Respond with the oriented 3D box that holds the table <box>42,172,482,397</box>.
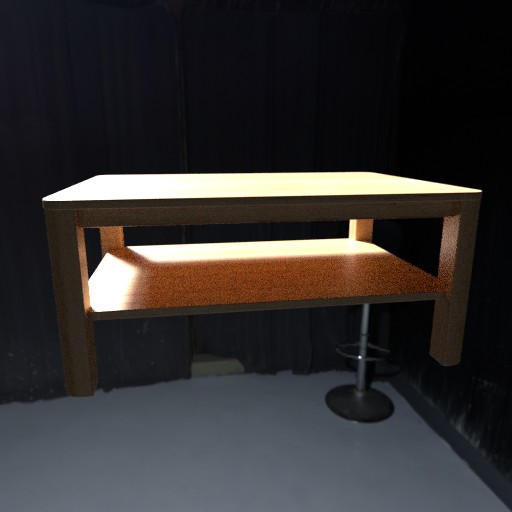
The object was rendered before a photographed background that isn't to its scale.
[{"bbox_3d":[0.000,0.000,1.345,0.997,0.445,0.696,-2,15,-9],"label":"table"}]
